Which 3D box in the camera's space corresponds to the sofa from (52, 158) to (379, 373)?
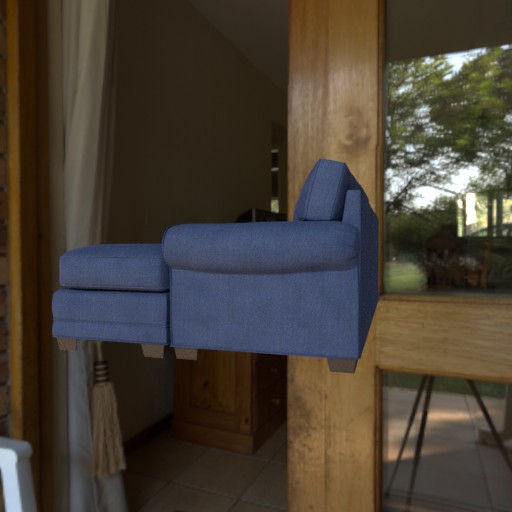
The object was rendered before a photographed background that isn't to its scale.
[{"bbox_3d":[0.000,0.000,3.477,1.780,1.063,2.567,0,1,17],"label":"sofa"}]
